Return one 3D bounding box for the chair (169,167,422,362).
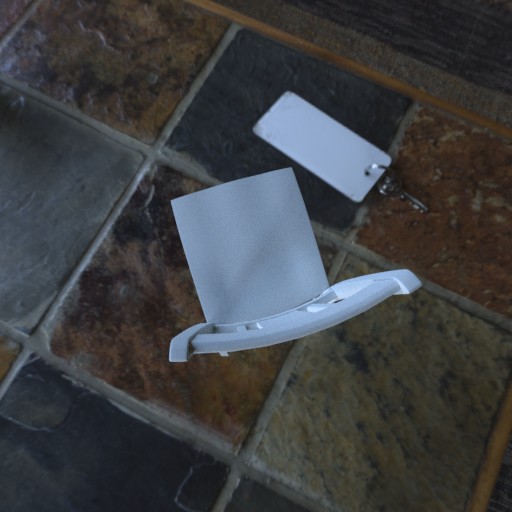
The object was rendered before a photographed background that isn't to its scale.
[{"bbox_3d":[0.000,0.000,1.290,0.450,0.998,0.555,-16,76,-4],"label":"chair"}]
